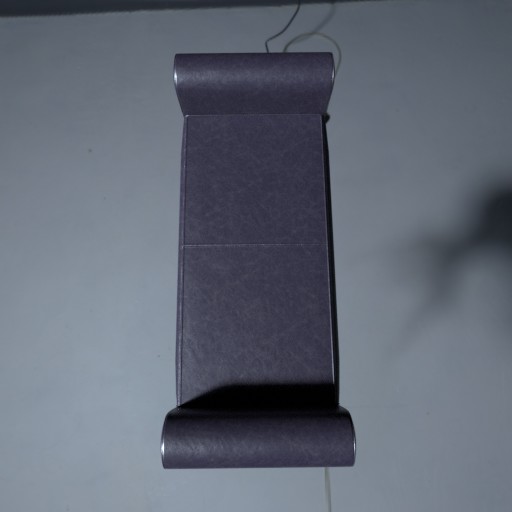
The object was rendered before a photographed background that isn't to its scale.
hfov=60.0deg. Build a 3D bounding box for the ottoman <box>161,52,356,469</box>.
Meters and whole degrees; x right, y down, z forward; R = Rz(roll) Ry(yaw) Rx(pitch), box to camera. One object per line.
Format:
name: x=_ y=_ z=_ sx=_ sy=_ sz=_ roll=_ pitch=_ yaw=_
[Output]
ottoman: x=0.000 y=0.000 z=1.527 sx=0.521 sy=0.547 sz=1.256 roll=-1 pitch=77 yaw=0
